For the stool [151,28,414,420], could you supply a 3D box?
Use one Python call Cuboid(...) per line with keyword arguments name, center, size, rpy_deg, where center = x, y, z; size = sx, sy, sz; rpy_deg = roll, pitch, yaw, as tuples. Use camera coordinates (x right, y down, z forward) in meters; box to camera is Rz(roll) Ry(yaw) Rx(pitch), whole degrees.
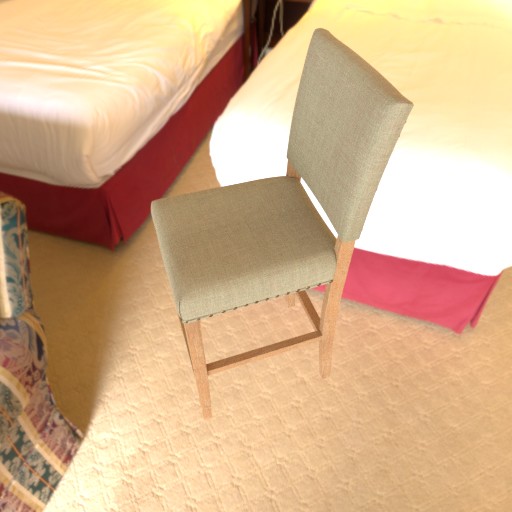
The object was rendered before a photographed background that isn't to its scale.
Cuboid(name="stool", center=(0.000, 0.000, 1.445), size=(0.585, 1.203, 0.445), rpy_deg=(-14, 48, -13))
